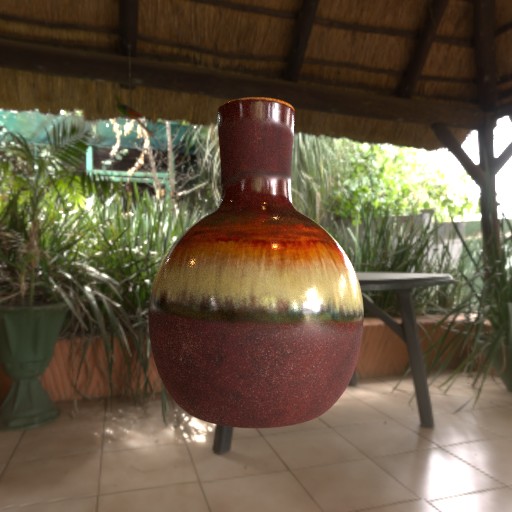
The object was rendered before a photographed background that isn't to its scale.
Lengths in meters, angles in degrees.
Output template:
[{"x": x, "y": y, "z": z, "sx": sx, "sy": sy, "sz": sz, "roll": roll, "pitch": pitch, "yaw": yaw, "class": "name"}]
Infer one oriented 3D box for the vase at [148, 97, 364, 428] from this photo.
[{"x": 0.000, "y": 0.000, "z": 0.235, "sx": 0.111, "sy": 0.154, "sz": 0.111, "roll": 0, "pitch": 0, "yaw": 0, "class": "vase"}]
